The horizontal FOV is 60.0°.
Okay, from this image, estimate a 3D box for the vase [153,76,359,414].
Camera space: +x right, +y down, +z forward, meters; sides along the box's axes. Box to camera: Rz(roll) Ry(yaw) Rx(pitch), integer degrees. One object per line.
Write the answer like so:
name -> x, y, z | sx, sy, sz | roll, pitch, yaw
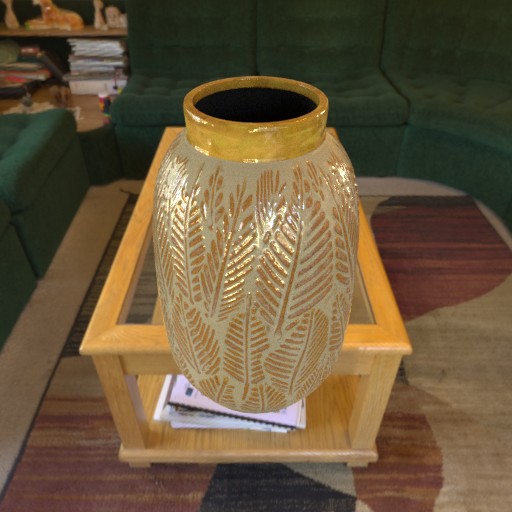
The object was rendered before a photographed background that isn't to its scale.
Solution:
vase -> 0.000, 0.000, 0.379 | 0.172, 0.270, 0.172 | 0, 39, 0
